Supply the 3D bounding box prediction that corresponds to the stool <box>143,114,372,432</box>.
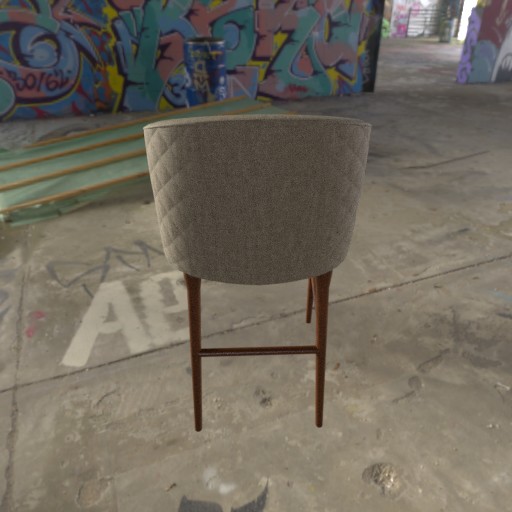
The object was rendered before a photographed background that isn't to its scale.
[{"bbox_3d":[0.000,0.000,1.344,0.559,0.952,0.635,-1,30,-2],"label":"stool"}]
